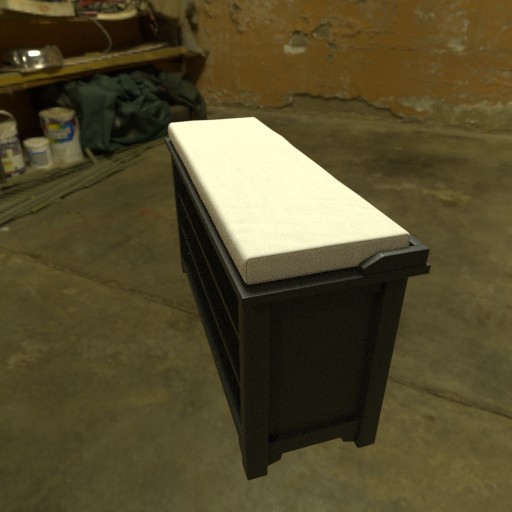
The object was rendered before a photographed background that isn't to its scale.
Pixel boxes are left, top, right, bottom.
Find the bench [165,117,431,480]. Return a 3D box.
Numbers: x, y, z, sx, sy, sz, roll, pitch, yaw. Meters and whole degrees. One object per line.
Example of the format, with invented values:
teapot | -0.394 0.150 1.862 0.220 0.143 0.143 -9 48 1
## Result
bench | 0.000 0.000 1.246 0.345 0.561 0.973 -9 31 -15
